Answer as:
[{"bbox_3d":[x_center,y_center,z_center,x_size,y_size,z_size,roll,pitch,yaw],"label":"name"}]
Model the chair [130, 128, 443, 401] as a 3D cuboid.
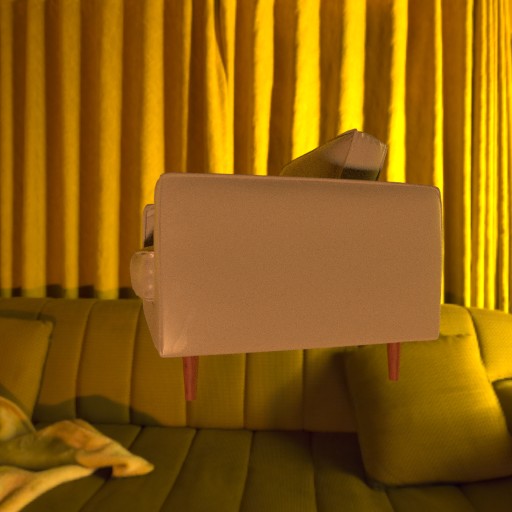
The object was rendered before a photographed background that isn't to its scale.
[{"bbox_3d":[0.000,0.000,1.548,0.843,0.773,0.928,0,1,-17],"label":"chair"}]
